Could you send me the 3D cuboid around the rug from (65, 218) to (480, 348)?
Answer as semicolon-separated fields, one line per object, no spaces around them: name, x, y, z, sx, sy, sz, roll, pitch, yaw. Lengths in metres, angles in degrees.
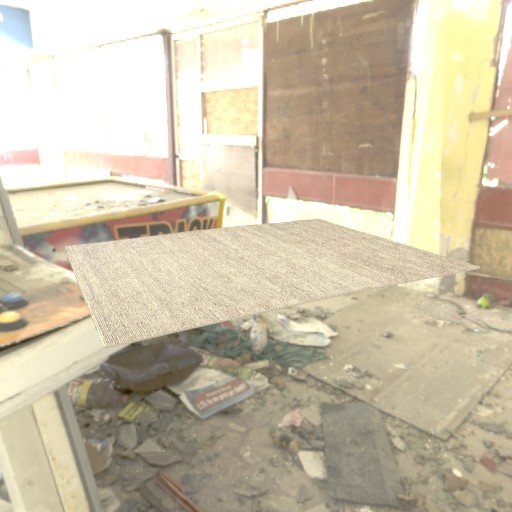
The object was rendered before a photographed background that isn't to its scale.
rug;0.000;0.000;4.236;3.202;0.045;2.434;-8;18;-26
